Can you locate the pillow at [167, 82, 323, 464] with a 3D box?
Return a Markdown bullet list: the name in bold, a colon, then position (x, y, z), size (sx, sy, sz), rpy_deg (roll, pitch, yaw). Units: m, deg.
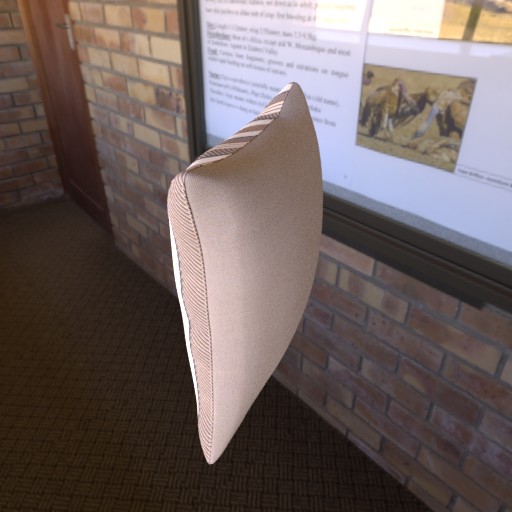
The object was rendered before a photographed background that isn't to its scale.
- **pillow**: position (0.000, 0.000, 0.632), size (0.173, 0.401, 0.416), rpy_deg (9, 33, 14)
